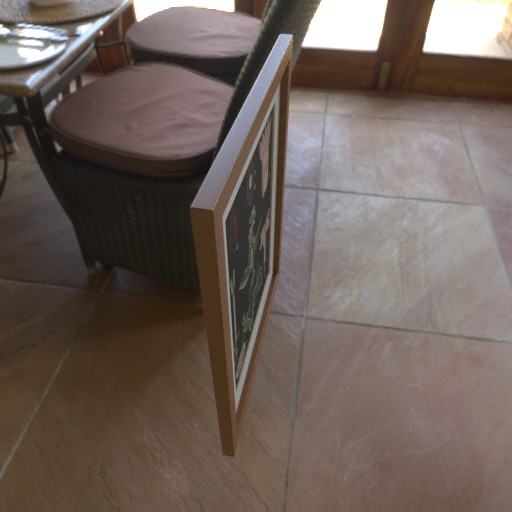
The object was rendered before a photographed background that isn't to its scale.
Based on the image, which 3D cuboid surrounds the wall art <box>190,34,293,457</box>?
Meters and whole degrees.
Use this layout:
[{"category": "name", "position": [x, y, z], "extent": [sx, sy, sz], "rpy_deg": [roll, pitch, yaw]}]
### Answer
[{"category": "wall art", "position": [0.000, 0.000, 0.736], "extent": [0.021, 0.550, 0.449], "rpy_deg": [9, 45, 9]}]
